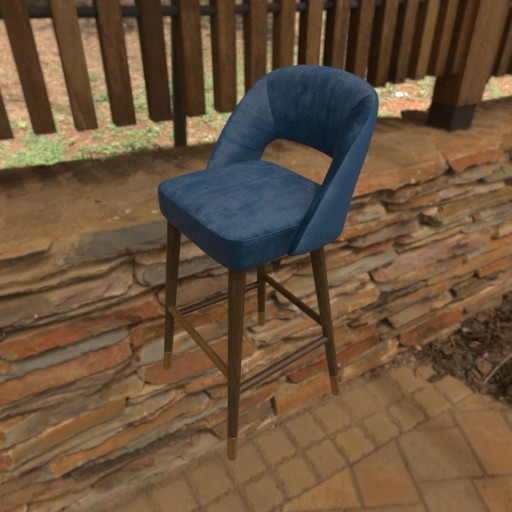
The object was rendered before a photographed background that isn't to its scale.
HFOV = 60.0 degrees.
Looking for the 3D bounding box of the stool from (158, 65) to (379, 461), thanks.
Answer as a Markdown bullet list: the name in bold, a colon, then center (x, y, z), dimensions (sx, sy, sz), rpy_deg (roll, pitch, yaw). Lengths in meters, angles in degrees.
- **stool**: center (0.000, 0.000, 1.330), dimensions (0.515, 1.016, 0.514), rpy_deg (-20, 37, -29)
